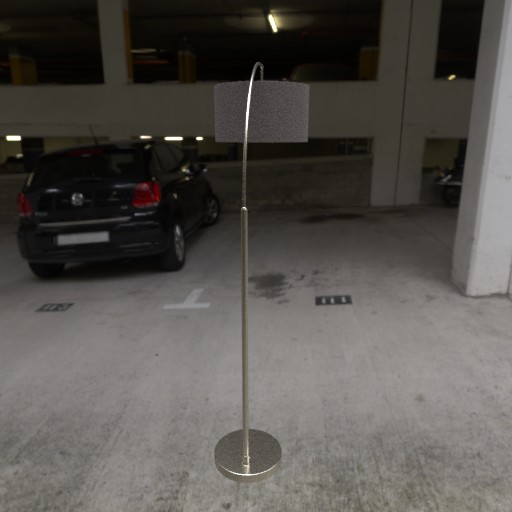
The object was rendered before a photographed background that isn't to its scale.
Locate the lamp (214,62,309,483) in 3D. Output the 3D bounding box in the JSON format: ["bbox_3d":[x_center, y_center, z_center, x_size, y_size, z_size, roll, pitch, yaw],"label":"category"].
[{"bbox_3d":[0.000,0.000,2.091,0.452,1.735,0.934,2,15,6],"label":"lamp"}]
